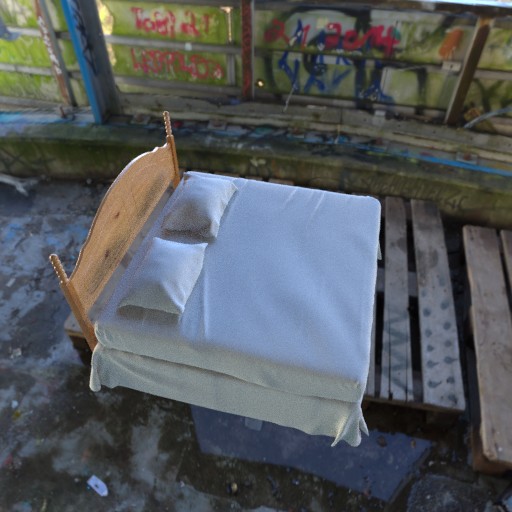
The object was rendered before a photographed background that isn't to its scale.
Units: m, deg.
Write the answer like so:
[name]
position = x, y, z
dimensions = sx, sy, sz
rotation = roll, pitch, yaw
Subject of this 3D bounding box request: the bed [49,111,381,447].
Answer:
[bed]
position = 0.000, 0.000, 3.687
dimensions = 2.219, 1.355, 2.322
rotation = 10, 47, 10
